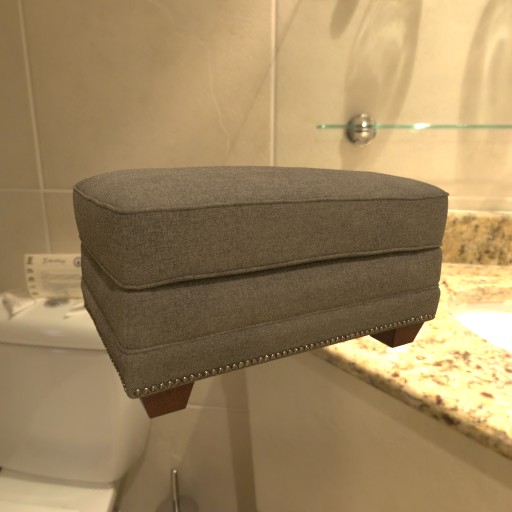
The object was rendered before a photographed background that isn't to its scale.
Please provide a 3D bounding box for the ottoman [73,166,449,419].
[{"bbox_3d":[0.000,0.000,1.142,0.813,0.457,0.561,-8,16,-28],"label":"ottoman"}]
